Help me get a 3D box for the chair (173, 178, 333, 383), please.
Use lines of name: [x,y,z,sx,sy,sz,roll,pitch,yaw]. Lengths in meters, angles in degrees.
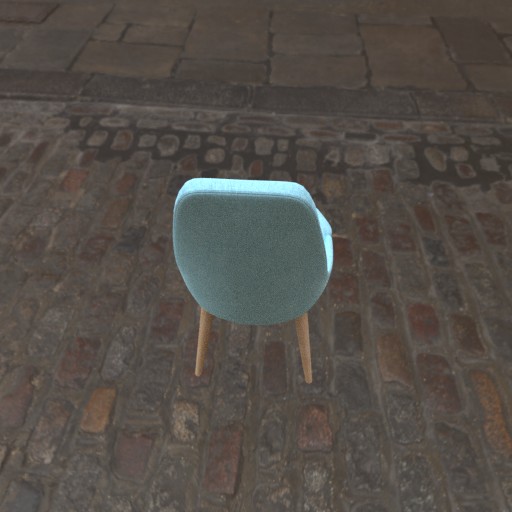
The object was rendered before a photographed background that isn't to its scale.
chair: [0.000,0.000,1.391,0.510,1.040,0.660,3,47,3]
